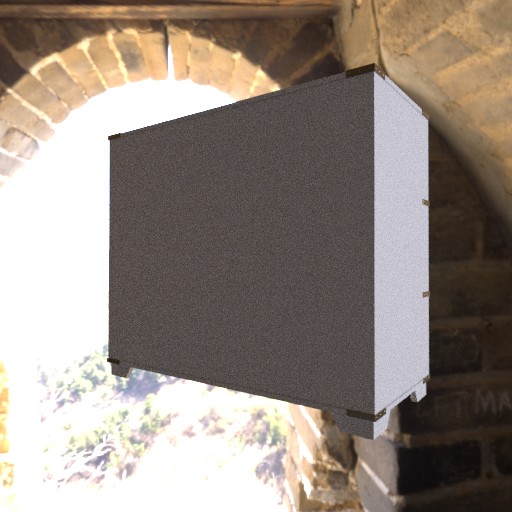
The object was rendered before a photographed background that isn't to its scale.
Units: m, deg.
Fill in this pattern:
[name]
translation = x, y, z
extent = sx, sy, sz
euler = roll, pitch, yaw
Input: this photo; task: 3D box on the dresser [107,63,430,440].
[dresser]
translation = 0.000, 0.000, 1.515
extent = 1.022, 0.891, 0.460
euler = 0, -1, 36
